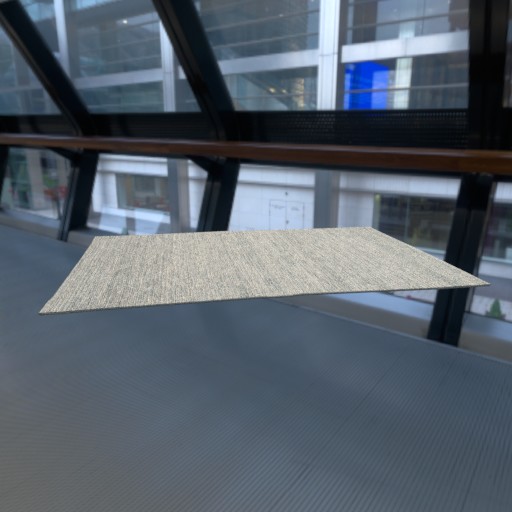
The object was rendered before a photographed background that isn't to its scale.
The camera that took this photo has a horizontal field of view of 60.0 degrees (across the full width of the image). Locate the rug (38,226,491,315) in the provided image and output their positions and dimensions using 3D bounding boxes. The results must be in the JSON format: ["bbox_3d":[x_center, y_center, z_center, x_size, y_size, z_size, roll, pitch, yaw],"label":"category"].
[{"bbox_3d":[0.000,0.000,2.988,2.338,0.030,1.616,-3,15,-10],"label":"rug"}]
